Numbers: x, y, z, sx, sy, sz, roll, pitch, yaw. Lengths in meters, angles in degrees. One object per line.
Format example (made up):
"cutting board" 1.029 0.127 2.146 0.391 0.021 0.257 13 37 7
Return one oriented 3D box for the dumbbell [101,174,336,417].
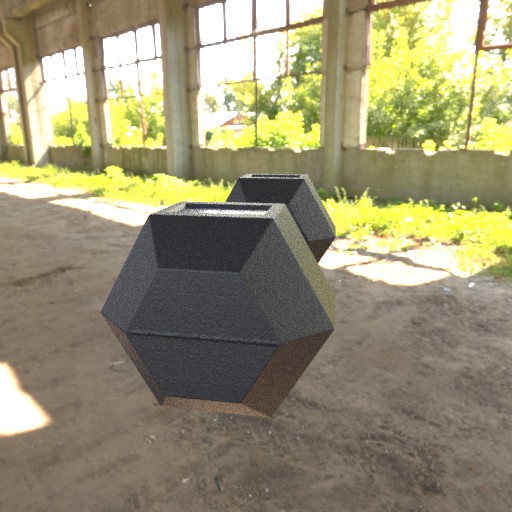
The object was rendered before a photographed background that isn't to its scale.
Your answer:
"dumbbell" 0.000 0.000 0.366 0.129 0.113 0.315 3 15 10
